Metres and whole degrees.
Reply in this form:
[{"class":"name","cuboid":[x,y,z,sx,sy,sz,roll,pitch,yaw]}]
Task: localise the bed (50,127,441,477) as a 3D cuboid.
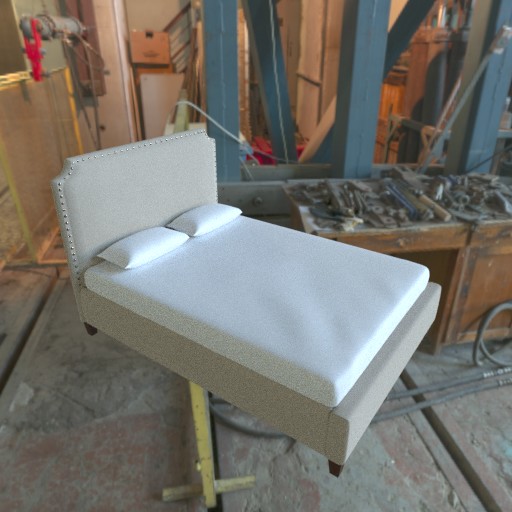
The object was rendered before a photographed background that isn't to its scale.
[{"class":"bed","cuboid":[0.000,0.000,3.345,2.372,1.443,1.713,18,32,32]}]
